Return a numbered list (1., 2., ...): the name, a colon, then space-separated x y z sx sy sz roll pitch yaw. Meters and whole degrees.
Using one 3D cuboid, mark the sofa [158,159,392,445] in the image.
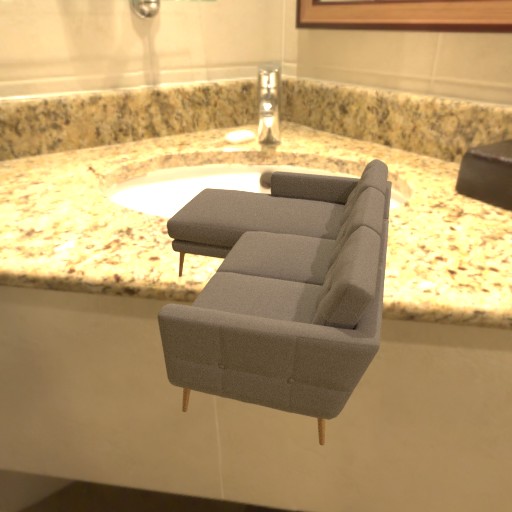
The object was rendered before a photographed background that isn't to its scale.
1. sofa: 0.000 0.000 2.764 1.530 0.860 2.040 8 29 14
